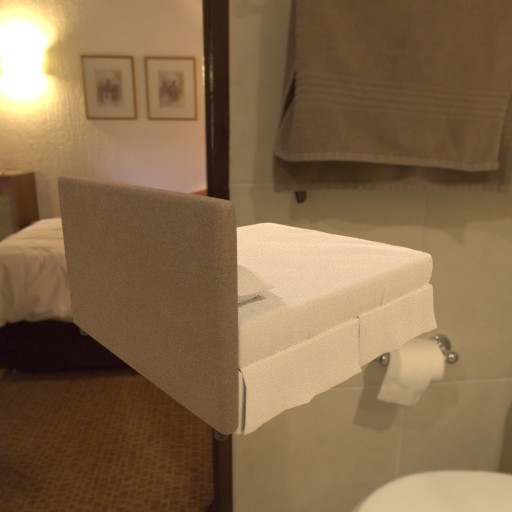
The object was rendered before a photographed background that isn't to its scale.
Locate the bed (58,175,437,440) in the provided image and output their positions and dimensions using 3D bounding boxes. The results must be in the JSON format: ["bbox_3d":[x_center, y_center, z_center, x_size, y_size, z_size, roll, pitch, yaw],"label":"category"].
[{"bbox_3d":[0.000,0.000,3.619,2.341,1.317,2.119,-13,20,-41],"label":"bed"}]
